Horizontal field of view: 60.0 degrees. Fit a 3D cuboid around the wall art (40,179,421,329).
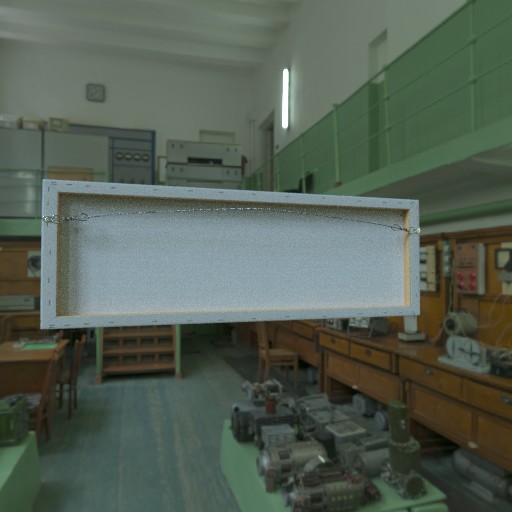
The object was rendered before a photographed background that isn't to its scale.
[{"bbox_3d":[0.000,0.000,0.862,0.759,0.254,0.044,1,-2,-18],"label":"wall art"}]
